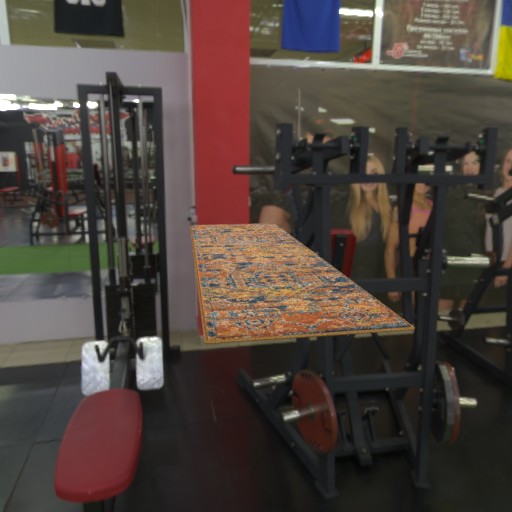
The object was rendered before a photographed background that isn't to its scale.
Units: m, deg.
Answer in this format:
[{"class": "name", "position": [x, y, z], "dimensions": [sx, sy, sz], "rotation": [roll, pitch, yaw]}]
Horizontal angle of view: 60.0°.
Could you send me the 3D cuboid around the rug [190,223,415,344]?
[{"class": "rug", "position": [0.000, 0.000, 2.000], "dimensions": [0.556, 0.013, 1.820], "rotation": [-2, 13, -9]}]
